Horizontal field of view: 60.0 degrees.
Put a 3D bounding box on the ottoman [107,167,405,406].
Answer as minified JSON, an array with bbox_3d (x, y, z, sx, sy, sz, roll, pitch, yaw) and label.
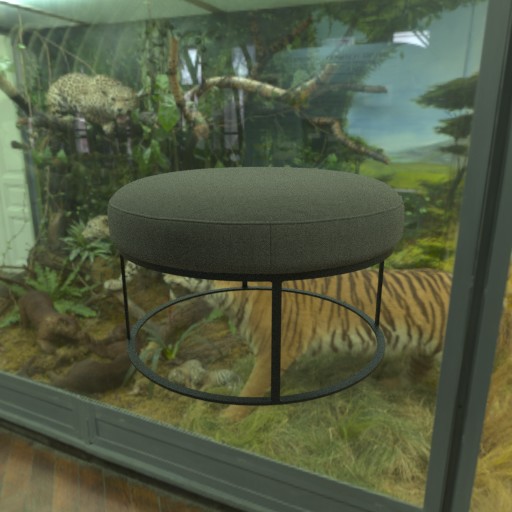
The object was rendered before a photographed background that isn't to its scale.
[{"bbox_3d":[0.000,0.000,1.238,0.772,0.460,0.772,0,16,0],"label":"ottoman"}]
